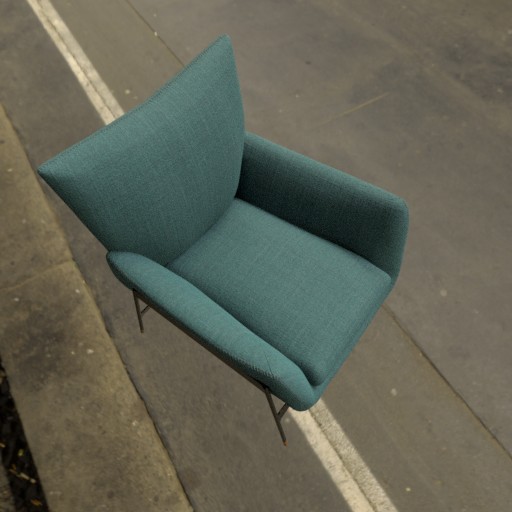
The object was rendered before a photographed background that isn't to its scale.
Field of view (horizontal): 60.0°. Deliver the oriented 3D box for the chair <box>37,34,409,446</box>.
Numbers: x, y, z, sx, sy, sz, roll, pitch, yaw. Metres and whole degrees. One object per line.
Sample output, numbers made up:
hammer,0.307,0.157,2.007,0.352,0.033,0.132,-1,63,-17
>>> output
chair,0.000,0.000,1.364,0.769,0.859,0.678,32,63,19
